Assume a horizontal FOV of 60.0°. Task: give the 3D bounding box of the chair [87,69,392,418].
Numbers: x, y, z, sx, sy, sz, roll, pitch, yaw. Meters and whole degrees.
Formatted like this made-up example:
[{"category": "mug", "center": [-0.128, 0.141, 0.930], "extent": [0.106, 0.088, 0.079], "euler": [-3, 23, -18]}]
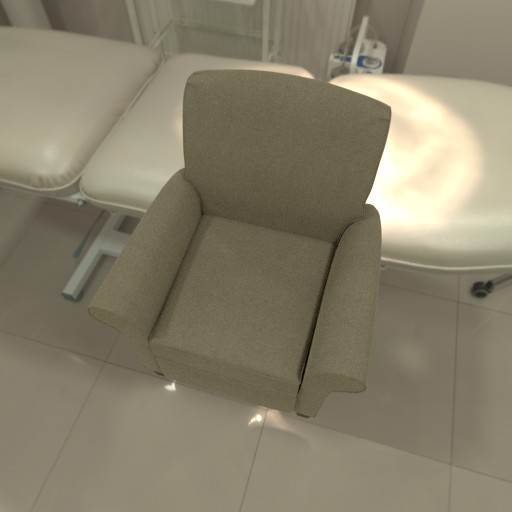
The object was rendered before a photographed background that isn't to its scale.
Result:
[{"category": "chair", "center": [0.000, 0.000, 1.757], "extent": [0.978, 1.061, 0.905], "euler": [13, 57, 9]}]
